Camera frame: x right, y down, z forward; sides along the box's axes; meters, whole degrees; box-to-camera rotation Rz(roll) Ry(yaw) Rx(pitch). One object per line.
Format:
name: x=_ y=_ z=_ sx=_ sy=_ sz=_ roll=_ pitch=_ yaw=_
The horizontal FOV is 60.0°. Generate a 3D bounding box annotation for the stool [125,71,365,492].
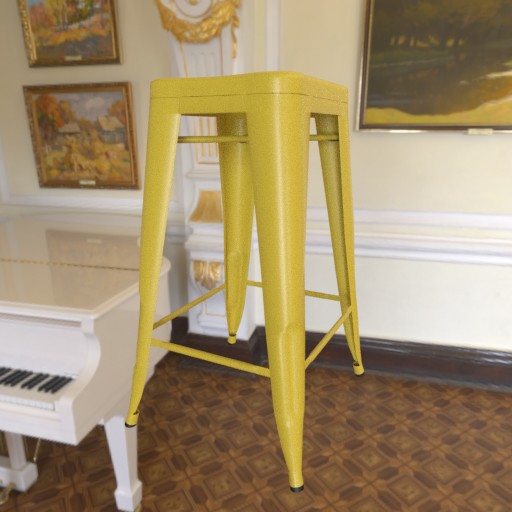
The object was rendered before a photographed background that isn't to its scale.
stool: x=0.000 y=0.000 z=0.835 sx=0.359 sy=0.609 sz=0.399 roll=8 pitch=18 yaw=26
